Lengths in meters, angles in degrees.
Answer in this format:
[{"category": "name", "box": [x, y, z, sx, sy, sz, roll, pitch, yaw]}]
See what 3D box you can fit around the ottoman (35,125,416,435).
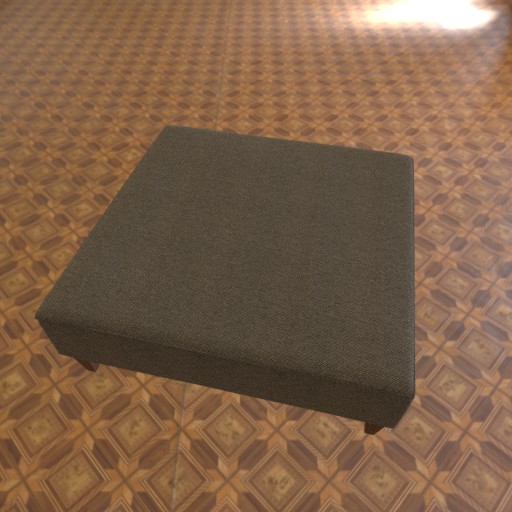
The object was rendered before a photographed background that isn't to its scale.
[{"category": "ottoman", "box": [0.000, 0.000, 1.503, 0.981, 0.378, 0.970, 10, 48, 9]}]
